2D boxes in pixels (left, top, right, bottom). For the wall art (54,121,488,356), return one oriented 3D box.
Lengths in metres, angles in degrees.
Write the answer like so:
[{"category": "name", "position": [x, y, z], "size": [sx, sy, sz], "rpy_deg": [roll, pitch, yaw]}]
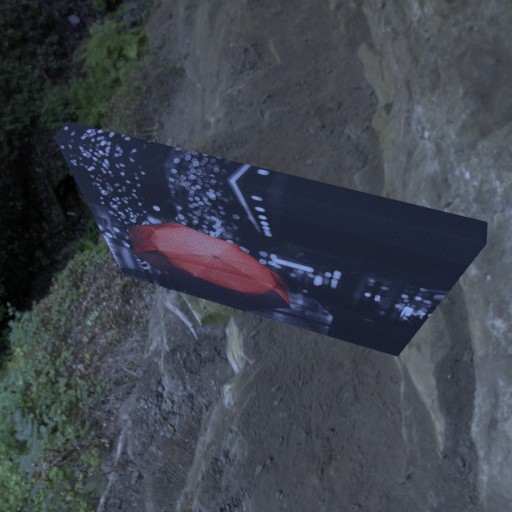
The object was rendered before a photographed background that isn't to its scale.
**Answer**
[{"category": "wall art", "position": [0.000, 0.000, 0.775], "size": [0.609, 0.406, 0.037], "rpy_deg": [15, 59, 10]}]
